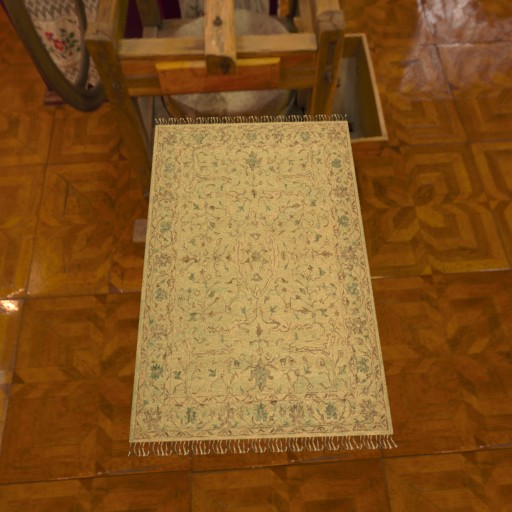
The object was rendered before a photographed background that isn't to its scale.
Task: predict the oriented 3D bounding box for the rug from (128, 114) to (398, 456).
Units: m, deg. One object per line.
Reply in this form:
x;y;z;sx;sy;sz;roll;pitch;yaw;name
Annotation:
0.000;0.000;3.001;1.544;0.010;2.435;-1;65;-1;rug
